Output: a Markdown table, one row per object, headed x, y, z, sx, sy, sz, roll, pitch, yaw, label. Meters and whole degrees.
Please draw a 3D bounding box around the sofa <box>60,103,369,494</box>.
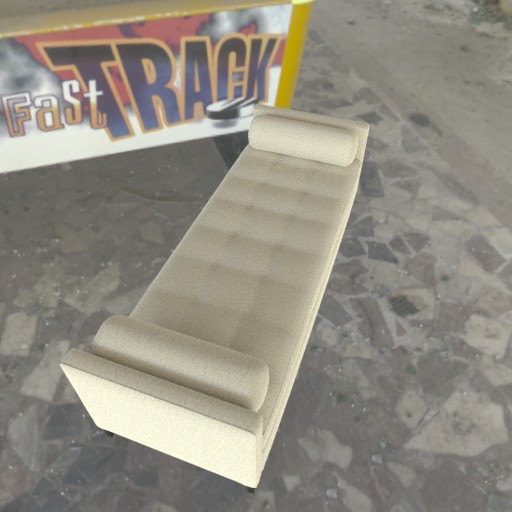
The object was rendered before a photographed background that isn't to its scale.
| x | y | z | sx | sy | sz | roll | pitch | yaw | label |
| --- | --- | --- | --- | --- | --- | --- | --- | --- | --- |
| 0.000 | 0.000 | 2.282 | 0.746 | 0.641 | 1.985 | 15 | 48 | 14 | sofa |
